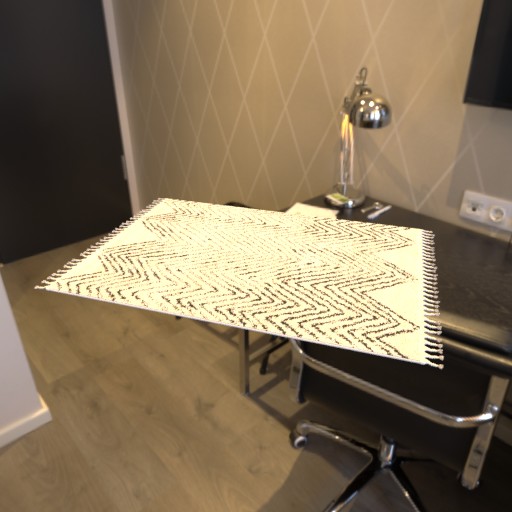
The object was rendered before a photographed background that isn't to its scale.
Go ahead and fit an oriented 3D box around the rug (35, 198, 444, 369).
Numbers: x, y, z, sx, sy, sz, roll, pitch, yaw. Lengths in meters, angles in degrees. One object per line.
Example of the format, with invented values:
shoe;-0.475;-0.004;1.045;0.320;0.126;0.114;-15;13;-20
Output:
rug;0.000;0.000;2.371;1.847;0.014;1.230;9;30;15
